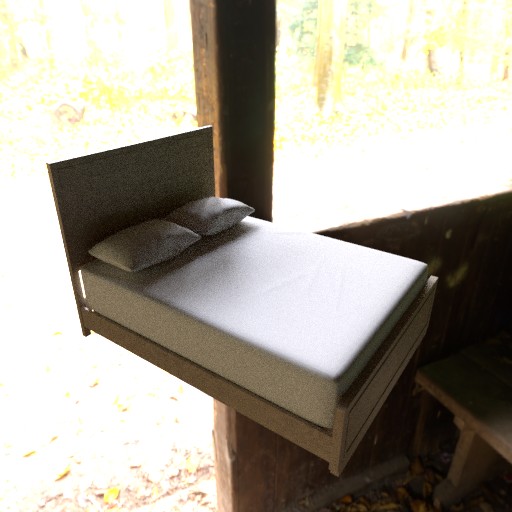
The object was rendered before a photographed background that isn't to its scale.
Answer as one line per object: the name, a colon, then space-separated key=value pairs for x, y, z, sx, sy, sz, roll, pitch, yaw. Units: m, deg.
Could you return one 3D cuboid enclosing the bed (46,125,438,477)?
bed: x=0.000 y=0.000 z=3.185 sx=2.189 sy=1.369 sz=1.606 roll=18 pitch=31 yaw=31
